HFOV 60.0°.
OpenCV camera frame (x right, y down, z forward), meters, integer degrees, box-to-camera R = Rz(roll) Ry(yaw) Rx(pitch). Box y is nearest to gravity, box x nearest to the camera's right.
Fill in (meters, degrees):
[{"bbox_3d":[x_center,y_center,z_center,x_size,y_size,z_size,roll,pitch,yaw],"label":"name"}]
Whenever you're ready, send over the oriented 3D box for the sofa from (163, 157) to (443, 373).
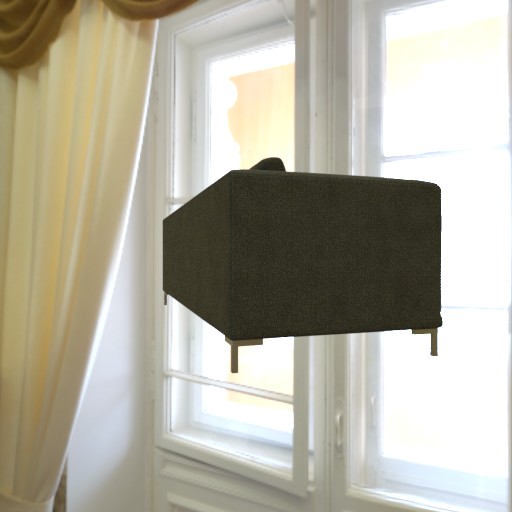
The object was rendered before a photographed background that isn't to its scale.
[{"bbox_3d":[0.000,0.000,2.924,0.969,0.867,2.415,0,0,-18],"label":"sofa"}]
